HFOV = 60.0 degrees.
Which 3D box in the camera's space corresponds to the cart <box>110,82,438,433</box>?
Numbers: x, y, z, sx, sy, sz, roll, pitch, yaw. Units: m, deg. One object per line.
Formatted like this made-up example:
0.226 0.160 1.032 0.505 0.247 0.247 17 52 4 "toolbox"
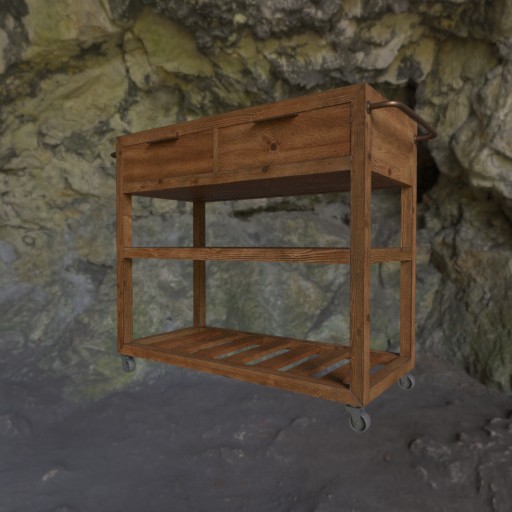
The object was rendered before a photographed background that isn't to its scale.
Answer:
0.000 0.000 1.470 1.065 0.830 0.445 1 2 35 "cart"
